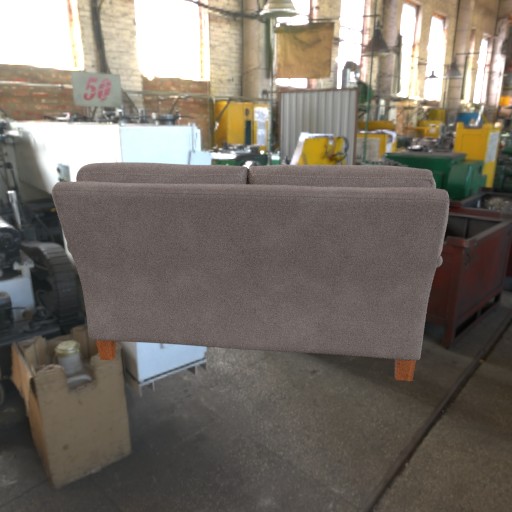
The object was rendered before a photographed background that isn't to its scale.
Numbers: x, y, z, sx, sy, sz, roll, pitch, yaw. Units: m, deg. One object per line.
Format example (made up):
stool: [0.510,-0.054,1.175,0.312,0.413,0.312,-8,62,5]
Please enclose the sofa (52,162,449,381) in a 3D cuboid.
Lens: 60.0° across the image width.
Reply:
sofa: [0.000,0.000,2.570,1.853,1.101,1.084,2,17,7]
